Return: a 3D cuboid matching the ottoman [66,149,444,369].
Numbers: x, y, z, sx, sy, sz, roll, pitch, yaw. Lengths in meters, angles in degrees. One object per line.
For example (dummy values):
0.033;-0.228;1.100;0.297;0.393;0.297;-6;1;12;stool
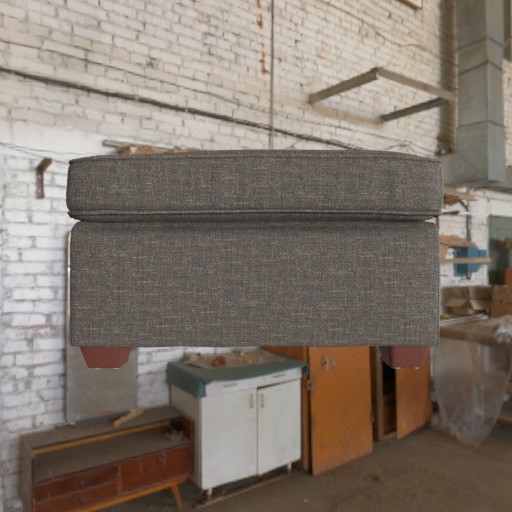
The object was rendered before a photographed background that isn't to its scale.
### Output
0.000;0.000;1.094;0.749;0.450;0.549;0;0;0;ottoman
